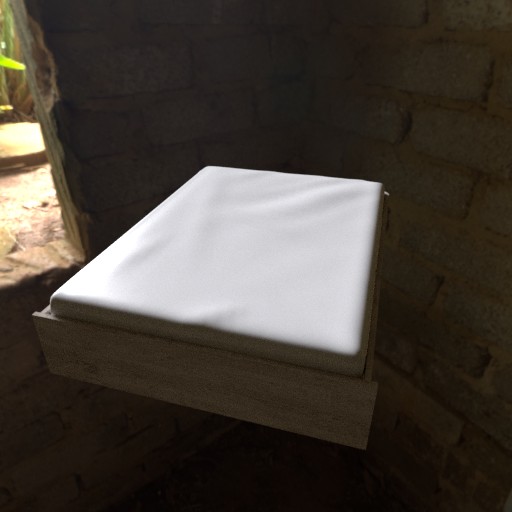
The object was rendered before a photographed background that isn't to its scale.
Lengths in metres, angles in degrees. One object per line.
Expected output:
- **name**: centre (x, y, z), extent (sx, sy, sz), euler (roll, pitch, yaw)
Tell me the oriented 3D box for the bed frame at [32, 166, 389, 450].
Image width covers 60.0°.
- **bed frame**: centre (0.000, 0.000, 2.645), extent (1.490, 0.462, 1.950), euler (8, 31, 14)
